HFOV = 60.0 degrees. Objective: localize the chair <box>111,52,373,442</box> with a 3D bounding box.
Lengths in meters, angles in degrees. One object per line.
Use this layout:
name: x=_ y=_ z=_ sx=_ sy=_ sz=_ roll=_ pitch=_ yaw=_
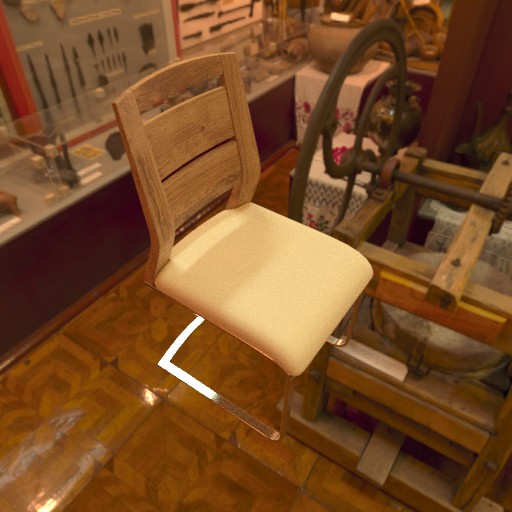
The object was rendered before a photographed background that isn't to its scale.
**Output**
chair: x=0.000 y=0.000 z=1.253 sx=0.561 sy=0.955 sz=0.457 roll=25 pitch=47 yaw=26
